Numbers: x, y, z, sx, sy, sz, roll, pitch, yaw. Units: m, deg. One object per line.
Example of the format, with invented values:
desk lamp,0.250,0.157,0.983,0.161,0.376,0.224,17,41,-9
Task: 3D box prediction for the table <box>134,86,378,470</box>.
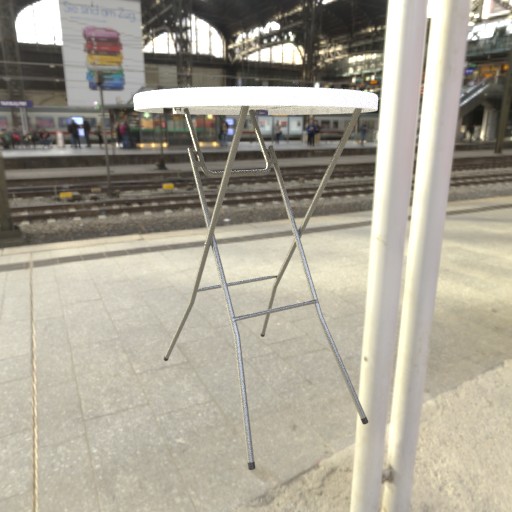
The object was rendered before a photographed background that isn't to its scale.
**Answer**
table,0.000,0.000,1.636,0.792,1.105,0.795,-9,18,-28
